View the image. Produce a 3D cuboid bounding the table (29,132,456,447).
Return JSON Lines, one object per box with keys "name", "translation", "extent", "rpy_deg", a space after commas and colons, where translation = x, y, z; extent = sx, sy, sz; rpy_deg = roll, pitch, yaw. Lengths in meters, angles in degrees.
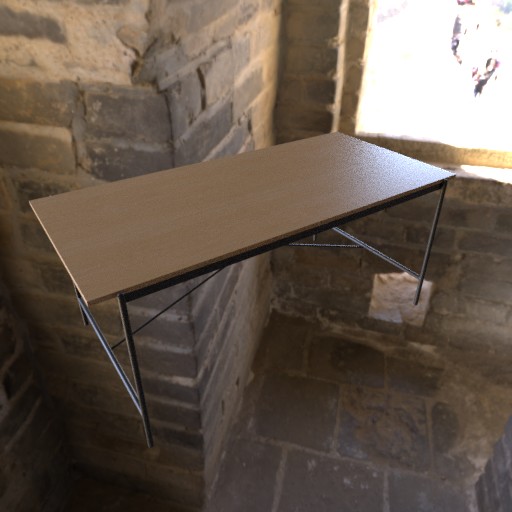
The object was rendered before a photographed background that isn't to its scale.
{"name": "table", "translation": [0.000, 0.000, 2.253], "extent": [1.800, 0.758, 0.900], "rpy_deg": [-20, 37, -28]}
